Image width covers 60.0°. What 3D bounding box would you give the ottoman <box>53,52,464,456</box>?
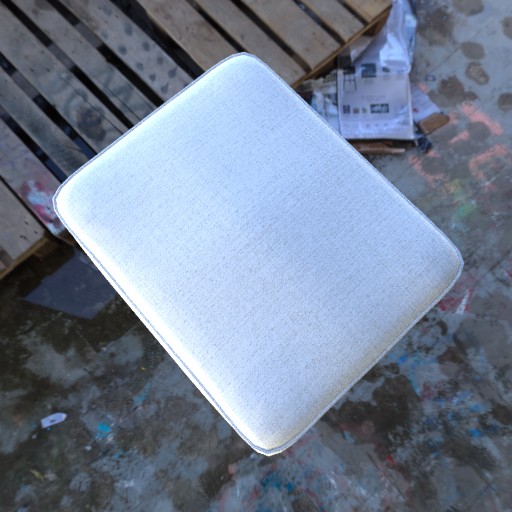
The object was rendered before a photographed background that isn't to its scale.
[{"bbox_3d":[0.000,0.000,1.112,0.589,0.537,0.738,-41,79,-9],"label":"ottoman"}]
